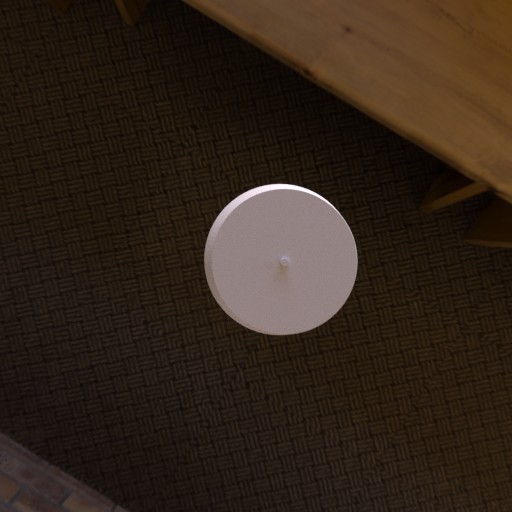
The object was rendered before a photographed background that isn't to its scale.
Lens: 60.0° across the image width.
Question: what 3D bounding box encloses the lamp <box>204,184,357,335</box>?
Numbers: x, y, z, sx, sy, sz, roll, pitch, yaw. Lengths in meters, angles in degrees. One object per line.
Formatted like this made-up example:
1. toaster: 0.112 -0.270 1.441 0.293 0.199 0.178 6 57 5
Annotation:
1. lamp: 0.000 0.000 1.618 0.468 1.429 0.508 0 91 -1
